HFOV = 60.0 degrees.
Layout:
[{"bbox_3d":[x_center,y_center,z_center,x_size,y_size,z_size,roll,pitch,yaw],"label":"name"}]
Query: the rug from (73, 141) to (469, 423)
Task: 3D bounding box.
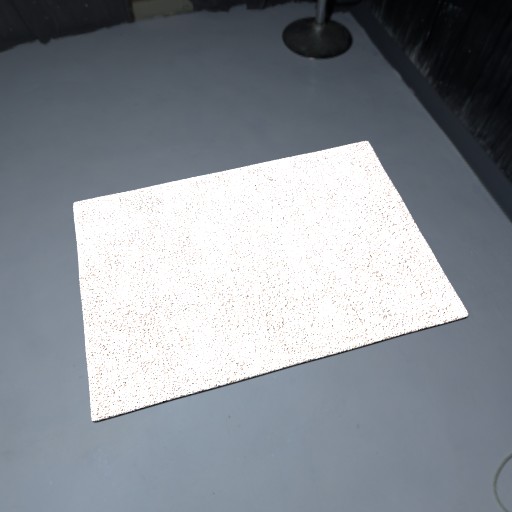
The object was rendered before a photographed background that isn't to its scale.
[{"bbox_3d":[0.000,0.000,2.299,1.778,0.030,1.219,-14,59,-8],"label":"rug"}]
